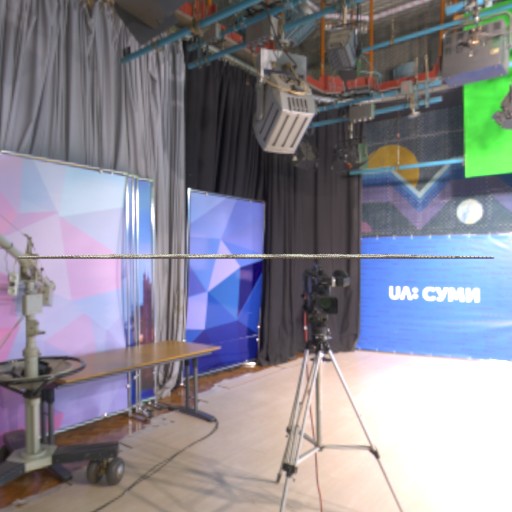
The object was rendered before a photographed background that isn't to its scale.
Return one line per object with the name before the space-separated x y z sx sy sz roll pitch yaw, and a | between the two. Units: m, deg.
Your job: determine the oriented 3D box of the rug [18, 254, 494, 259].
rug | 0.000 0.000 3.016 2.435 0.011 1.517 0 1 0
